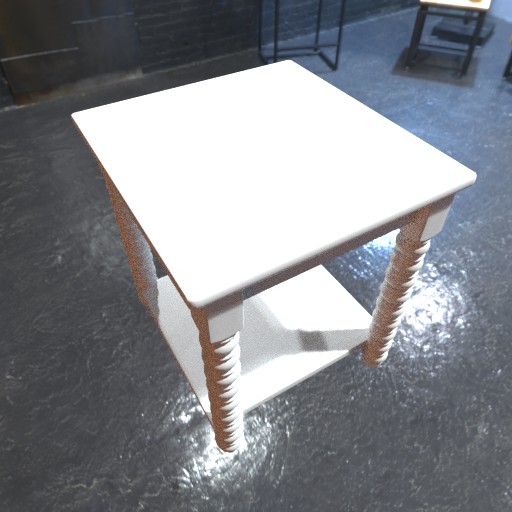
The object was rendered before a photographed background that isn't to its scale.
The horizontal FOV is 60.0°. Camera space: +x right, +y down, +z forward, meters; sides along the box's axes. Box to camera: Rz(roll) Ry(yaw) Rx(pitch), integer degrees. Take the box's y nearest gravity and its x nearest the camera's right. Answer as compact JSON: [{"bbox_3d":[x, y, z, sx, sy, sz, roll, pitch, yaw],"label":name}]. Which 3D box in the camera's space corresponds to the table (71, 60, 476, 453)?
[{"bbox_3d":[0.000,0.000,0.964,0.500,0.563,0.533,-23,50,-21],"label":"table"}]
